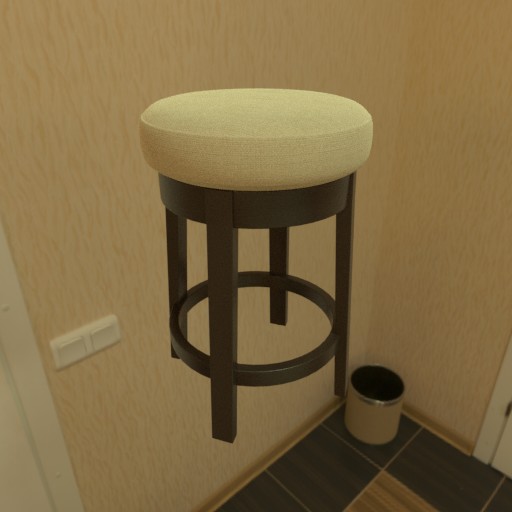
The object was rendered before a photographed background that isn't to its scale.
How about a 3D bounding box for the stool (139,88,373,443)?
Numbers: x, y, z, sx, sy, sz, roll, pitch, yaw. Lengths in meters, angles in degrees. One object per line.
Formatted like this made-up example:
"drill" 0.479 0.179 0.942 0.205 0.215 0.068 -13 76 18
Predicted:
"stool" 0.000 0.000 0.961 0.449 0.655 0.449 0 27 0
